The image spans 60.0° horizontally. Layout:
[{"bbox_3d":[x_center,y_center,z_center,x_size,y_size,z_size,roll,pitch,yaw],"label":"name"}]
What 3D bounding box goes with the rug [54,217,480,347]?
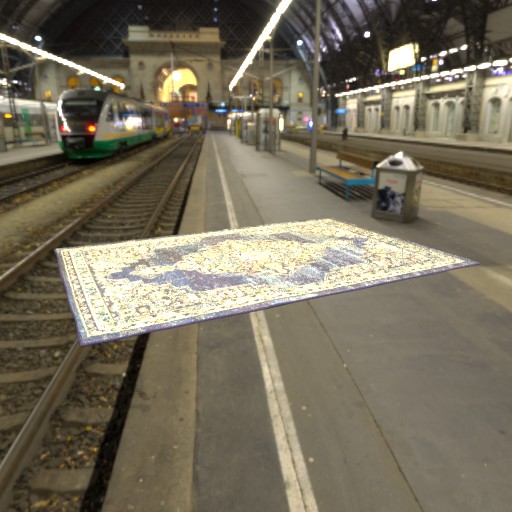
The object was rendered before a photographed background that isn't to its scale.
[{"bbox_3d":[0.000,0.000,2.206,1.781,0.012,1.184,-8,19,-26],"label":"rug"}]
